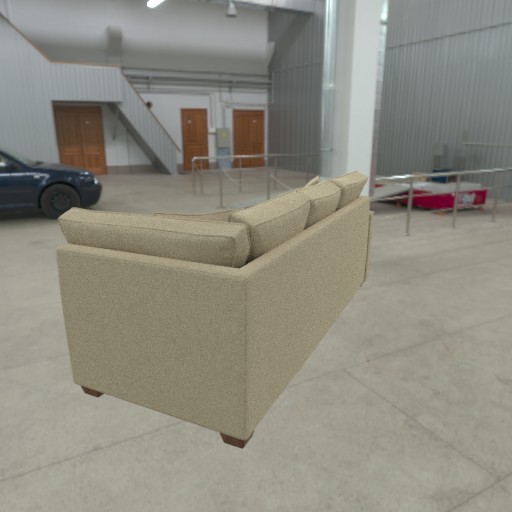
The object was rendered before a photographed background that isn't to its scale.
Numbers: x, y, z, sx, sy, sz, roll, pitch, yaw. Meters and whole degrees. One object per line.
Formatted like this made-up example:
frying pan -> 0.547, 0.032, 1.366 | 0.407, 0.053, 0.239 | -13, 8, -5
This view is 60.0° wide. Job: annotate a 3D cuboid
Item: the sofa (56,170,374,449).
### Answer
sofa -> 0.000, 0.000, 2.888 | 1.061, 0.962, 2.317 | 8, 18, 24
